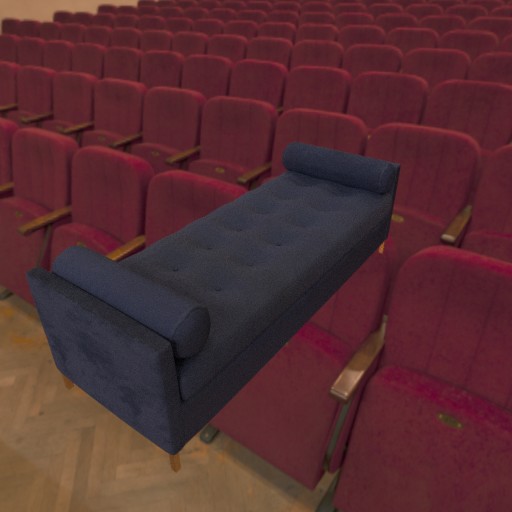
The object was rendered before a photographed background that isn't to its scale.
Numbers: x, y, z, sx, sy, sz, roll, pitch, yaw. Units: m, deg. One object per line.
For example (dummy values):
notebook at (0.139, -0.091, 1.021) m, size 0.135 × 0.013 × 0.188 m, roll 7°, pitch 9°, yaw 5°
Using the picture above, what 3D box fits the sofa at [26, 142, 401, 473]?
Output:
sofa at (0.000, 0.000, 2.435) m, size 0.796 × 0.705 × 2.102 m, roll 21°, pitch 38°, yaw 30°
